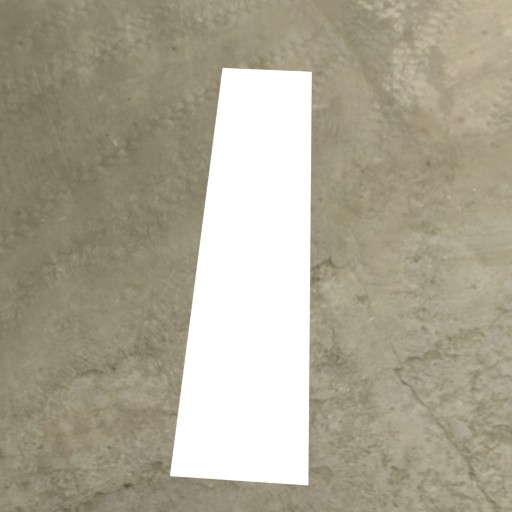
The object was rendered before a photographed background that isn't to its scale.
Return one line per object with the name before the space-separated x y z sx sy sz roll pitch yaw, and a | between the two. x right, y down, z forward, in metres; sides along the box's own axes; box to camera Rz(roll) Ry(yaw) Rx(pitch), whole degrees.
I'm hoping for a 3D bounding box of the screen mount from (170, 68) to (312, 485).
screen mount | 0.000 0.000 1.825 0.399 0.432 1.644 3 64 1
